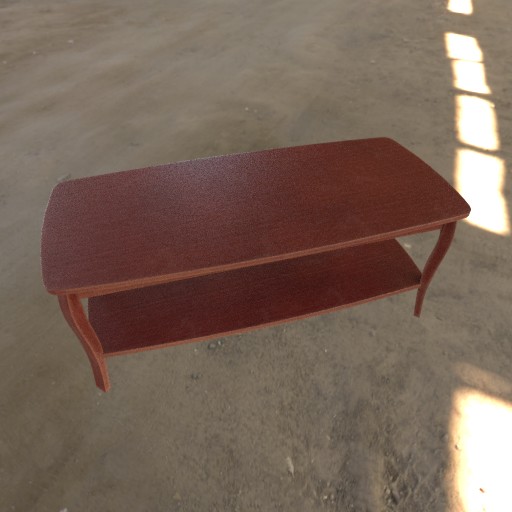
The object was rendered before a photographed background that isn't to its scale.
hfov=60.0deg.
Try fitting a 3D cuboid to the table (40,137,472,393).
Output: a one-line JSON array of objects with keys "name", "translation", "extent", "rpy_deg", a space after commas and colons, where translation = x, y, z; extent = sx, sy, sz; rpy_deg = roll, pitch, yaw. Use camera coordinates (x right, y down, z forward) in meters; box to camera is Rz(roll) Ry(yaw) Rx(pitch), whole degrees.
[{"name": "table", "translation": [0.000, 0.000, 1.489], "extent": [1.216, 0.473, 0.561], "rpy_deg": [-11, 42, -12]}]
